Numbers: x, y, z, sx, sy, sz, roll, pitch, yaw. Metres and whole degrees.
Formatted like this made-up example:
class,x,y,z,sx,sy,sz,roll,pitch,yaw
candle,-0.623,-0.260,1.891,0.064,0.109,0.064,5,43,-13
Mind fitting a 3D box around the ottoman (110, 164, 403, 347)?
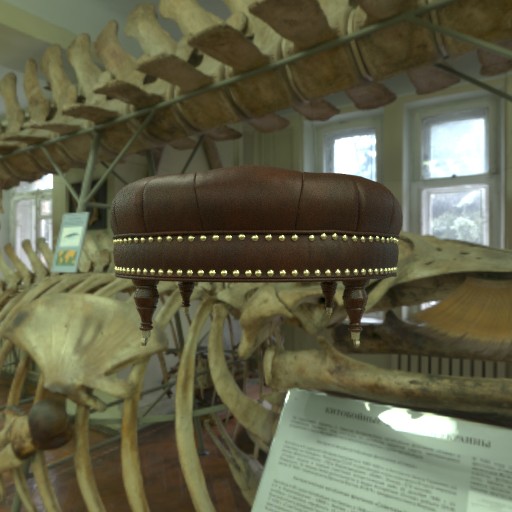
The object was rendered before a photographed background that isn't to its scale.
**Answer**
class,x,y,z,sx,sy,sz,roll,pitch,yaw
ottoman,0.000,0.000,1.394,0.901,0.455,0.901,0,0,0
